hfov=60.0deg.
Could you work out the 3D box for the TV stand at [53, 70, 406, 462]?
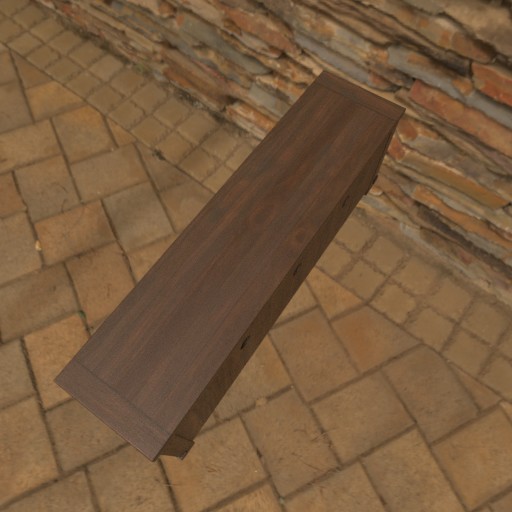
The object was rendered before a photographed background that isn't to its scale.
[{"bbox_3d":[0.000,0.000,2.118,0.471,0.615,1.866,32,68,14],"label":"TV stand"}]
